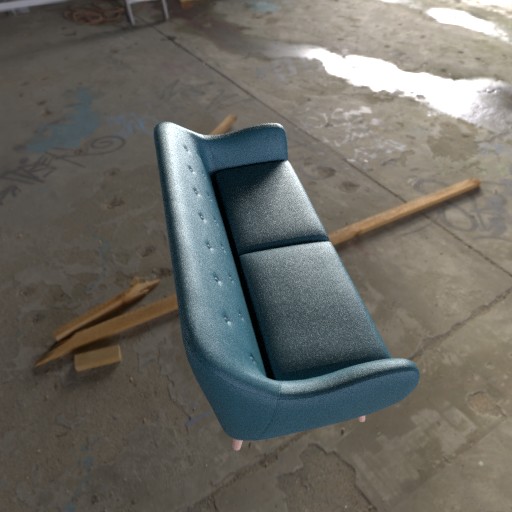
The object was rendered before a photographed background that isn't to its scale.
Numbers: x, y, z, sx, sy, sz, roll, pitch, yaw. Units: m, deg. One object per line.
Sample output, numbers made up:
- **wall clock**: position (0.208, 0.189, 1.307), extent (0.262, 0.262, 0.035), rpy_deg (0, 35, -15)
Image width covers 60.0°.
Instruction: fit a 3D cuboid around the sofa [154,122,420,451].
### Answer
- **sofa**: position (0.000, 0.000, 2.254), extent (0.820, 0.836, 1.840), rpy_deg (-10, 46, -9)
